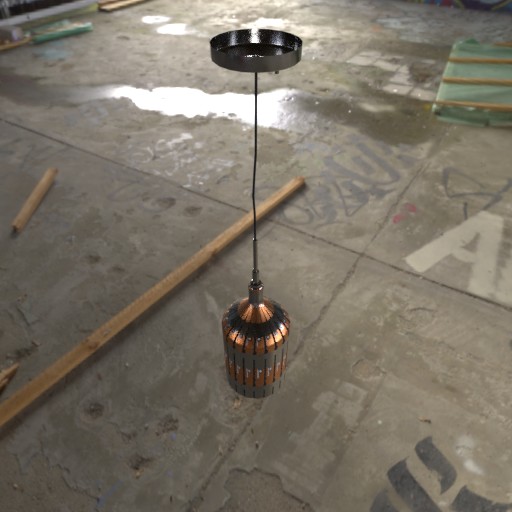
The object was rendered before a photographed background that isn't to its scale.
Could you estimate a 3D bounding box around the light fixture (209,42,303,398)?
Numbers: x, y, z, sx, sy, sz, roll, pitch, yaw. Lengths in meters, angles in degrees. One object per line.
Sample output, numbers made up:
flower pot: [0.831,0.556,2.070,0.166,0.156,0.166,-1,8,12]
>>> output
light fixture: [0.000,0.000,1.695,0.303,1.535,0.303,0,41,0]
